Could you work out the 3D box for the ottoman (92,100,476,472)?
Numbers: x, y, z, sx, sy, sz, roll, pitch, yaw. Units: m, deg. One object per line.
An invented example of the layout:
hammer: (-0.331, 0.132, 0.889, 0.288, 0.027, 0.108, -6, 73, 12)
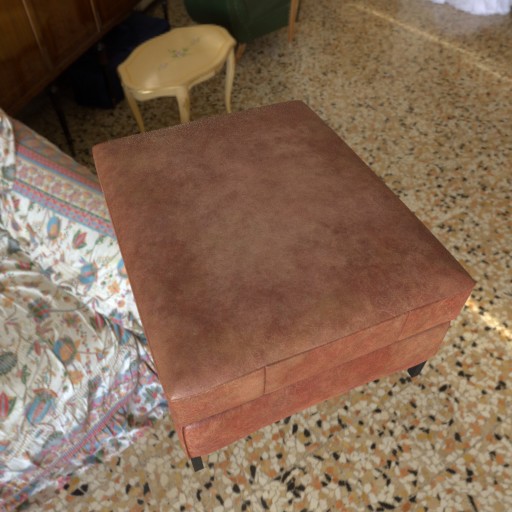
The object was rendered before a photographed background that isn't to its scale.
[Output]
ottoman: (0.000, 0.000, 1.748, 0.965, 0.667, 1.186, -17, 51, -15)
